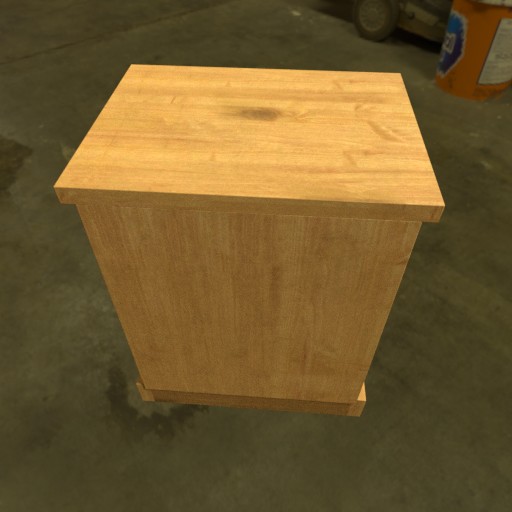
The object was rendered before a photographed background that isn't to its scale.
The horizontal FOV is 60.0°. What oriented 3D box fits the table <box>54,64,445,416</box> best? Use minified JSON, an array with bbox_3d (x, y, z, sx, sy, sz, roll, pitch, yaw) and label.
[{"bbox_3d":[0.000,0.000,1.209,0.660,0.813,0.500,3,46,3],"label":"table"}]
